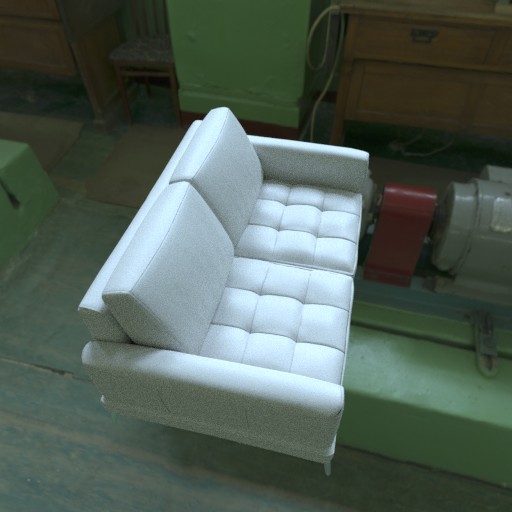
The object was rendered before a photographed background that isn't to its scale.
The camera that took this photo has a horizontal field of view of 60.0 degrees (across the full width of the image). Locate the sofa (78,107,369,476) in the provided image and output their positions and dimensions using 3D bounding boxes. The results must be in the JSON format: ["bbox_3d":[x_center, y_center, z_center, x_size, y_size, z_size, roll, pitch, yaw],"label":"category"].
[{"bbox_3d":[0.000,0.000,2.407,1.121,0.930,1.819,10,48,9],"label":"sofa"}]
